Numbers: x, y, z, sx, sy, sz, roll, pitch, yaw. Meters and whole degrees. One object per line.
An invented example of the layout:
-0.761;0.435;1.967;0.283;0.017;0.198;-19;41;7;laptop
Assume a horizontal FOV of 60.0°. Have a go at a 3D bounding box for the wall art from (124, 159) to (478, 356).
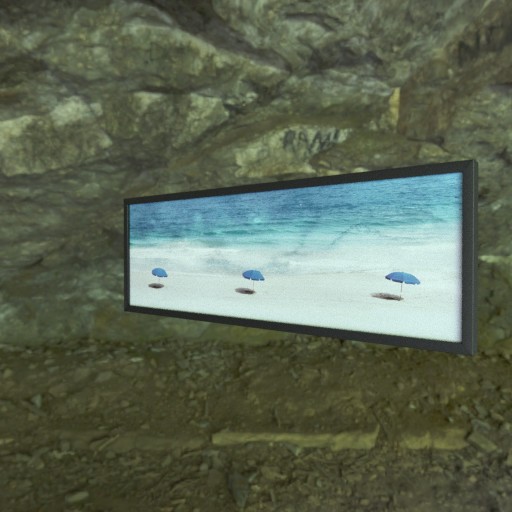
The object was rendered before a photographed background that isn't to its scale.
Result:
0.000;0.000;0.953;0.860;0.303;0.037;0;1;37;wall art
